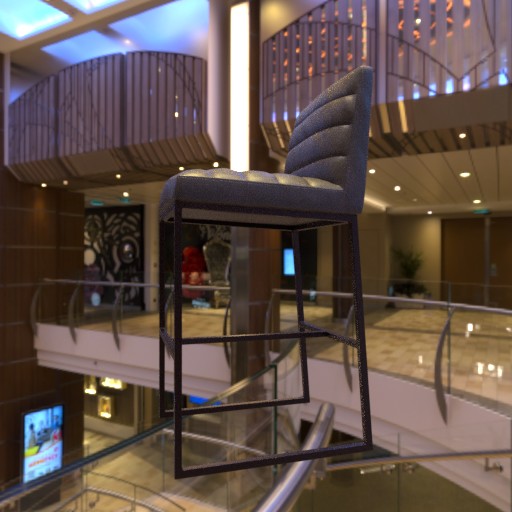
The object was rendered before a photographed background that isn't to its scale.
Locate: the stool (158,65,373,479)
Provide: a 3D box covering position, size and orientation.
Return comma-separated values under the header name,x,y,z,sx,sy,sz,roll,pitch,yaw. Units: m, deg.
name,x,y,z,sx,sy,sz,roll,pitch,yaw
stool,0.000,0.000,1.343,0.562,1.065,0.463,0,0,-17
